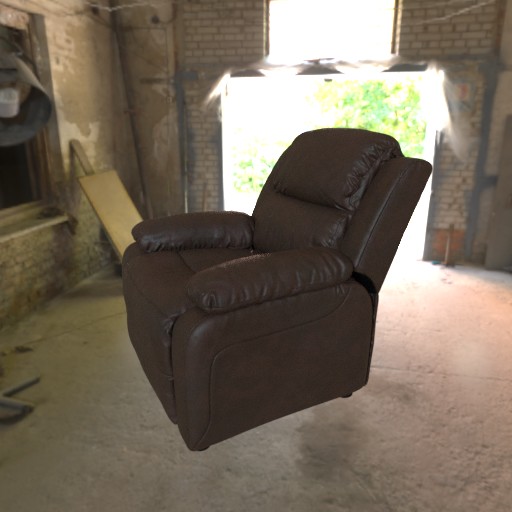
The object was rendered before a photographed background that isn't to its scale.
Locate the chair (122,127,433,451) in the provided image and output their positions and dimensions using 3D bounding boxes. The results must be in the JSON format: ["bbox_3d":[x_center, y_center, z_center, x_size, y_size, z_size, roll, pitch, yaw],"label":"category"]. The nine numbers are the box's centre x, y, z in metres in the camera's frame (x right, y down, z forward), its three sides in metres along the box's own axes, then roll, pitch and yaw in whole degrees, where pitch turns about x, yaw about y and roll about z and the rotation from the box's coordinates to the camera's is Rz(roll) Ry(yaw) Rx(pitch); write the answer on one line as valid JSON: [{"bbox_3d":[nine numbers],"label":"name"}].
[{"bbox_3d":[0.000,0.000,1.271,0.707,0.702,0.680,-9,19,-26],"label":"chair"}]
